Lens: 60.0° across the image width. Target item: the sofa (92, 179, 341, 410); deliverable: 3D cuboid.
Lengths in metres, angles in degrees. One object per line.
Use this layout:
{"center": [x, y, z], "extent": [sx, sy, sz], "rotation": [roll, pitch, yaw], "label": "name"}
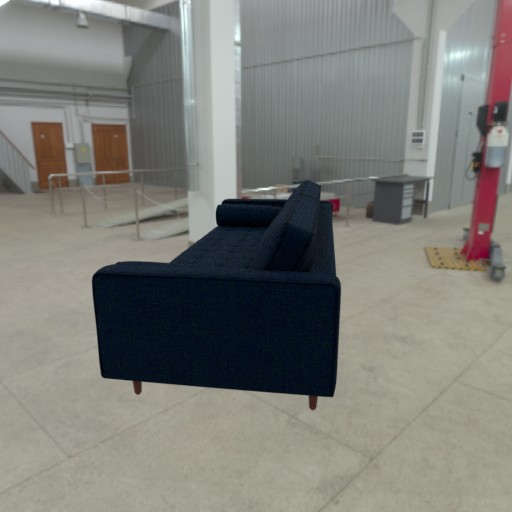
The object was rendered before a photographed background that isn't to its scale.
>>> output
{"center": [0.000, 0.000, 2.628], "extent": [0.914, 0.762, 2.210], "rotation": [2, 14, 8], "label": "sofa"}
